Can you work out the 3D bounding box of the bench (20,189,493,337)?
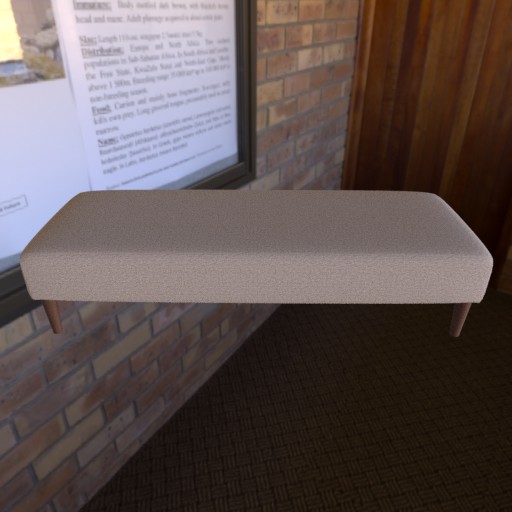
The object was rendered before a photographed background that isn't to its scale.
[{"bbox_3d":[0.000,0.000,1.805,1.598,0.383,0.631,0,30,1],"label":"bench"}]
